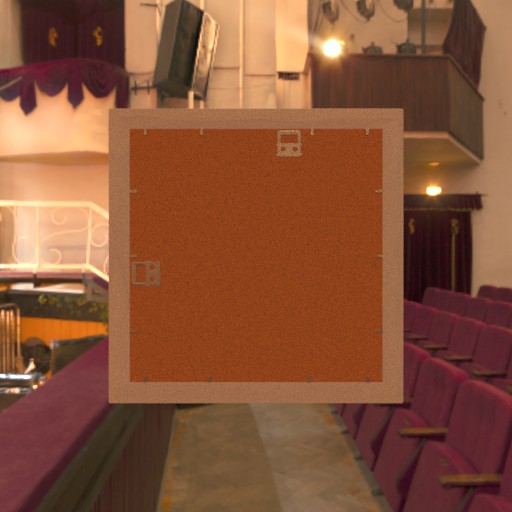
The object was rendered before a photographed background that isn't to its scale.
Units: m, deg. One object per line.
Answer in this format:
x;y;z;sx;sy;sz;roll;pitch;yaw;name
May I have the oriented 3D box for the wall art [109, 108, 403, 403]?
0.000;0.000;0.884;0.584;0.584;0.013;0;0;0;wall art
